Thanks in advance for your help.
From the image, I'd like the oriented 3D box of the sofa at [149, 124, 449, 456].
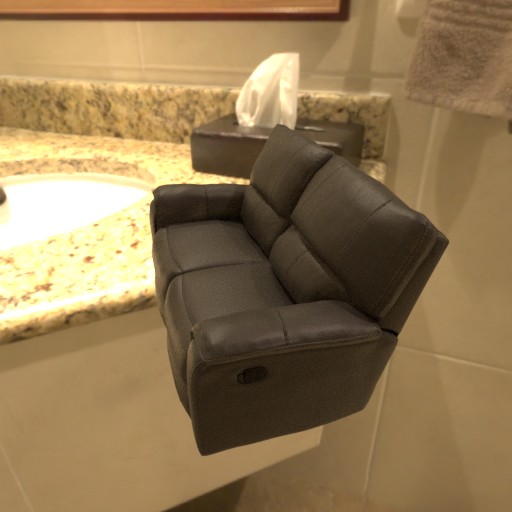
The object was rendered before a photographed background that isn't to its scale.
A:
[{"bbox_3d":[0.000,0.000,2.465,1.104,1.111,1.765,-9,31,-15],"label":"sofa"}]
